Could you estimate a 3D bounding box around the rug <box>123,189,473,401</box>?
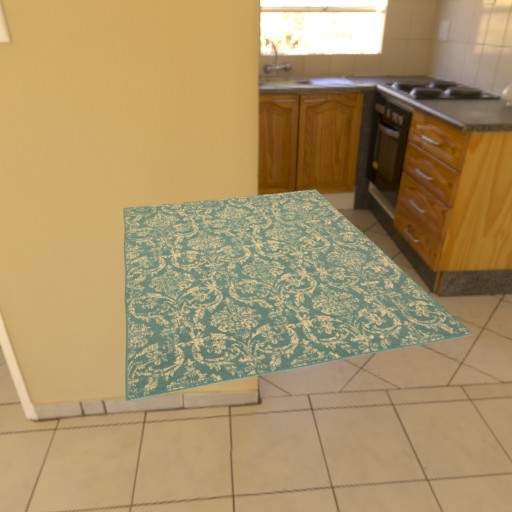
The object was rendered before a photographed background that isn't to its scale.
[{"bbox_3d":[0.000,0.000,4.102,2.363,0.012,2.980,-7,30,-13],"label":"rug"}]
